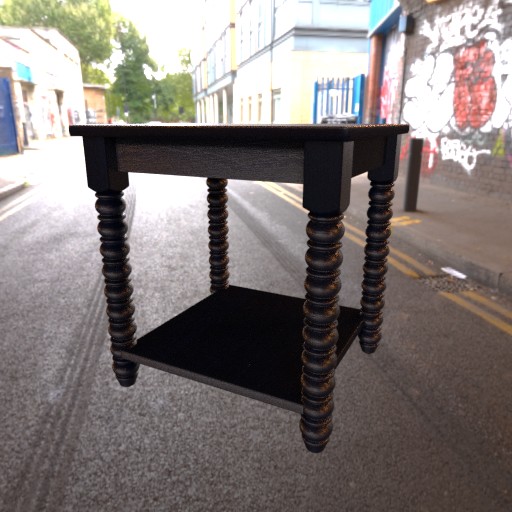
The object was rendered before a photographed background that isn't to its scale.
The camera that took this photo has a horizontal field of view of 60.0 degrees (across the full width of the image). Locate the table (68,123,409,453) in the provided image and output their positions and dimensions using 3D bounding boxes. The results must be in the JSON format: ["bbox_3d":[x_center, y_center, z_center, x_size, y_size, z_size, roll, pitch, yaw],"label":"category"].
[{"bbox_3d":[0.000,0.000,0.996,0.533,0.567,0.500,9,19,26],"label":"table"}]
